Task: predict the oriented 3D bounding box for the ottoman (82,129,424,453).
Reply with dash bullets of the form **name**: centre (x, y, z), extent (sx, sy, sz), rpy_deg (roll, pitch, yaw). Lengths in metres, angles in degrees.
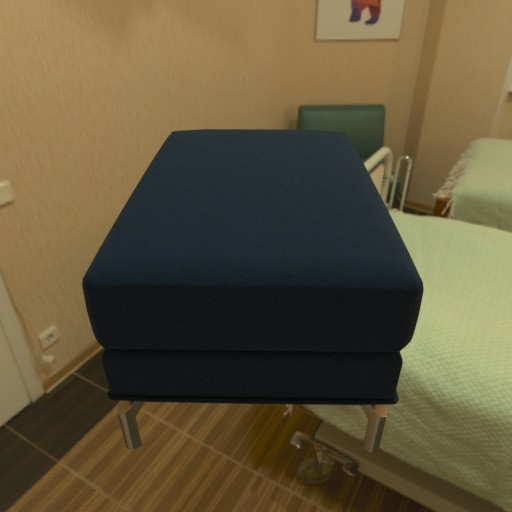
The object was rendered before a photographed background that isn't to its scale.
- **ottoman**: centre (0.000, 0.000, 1.177), extent (0.587, 0.498, 0.835), rpy_deg (1, 32, 1)
